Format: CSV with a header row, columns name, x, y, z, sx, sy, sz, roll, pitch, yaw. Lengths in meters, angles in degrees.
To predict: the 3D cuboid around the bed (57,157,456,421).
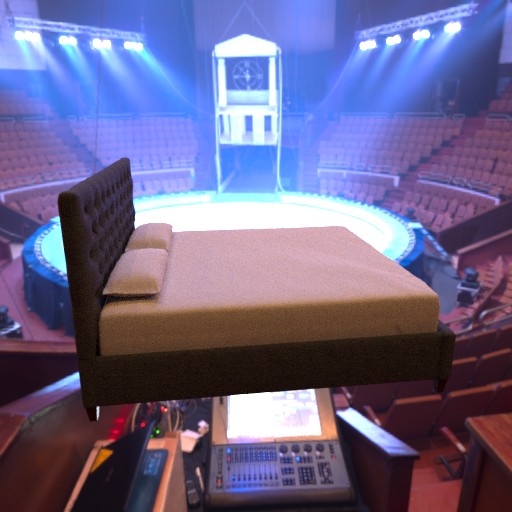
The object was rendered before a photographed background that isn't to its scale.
name,x,y,z,sx,sy,sz,roll,pitch,yaw
bed,0.000,0.000,3.612,2.387,1.427,2.078,-2,18,-7
